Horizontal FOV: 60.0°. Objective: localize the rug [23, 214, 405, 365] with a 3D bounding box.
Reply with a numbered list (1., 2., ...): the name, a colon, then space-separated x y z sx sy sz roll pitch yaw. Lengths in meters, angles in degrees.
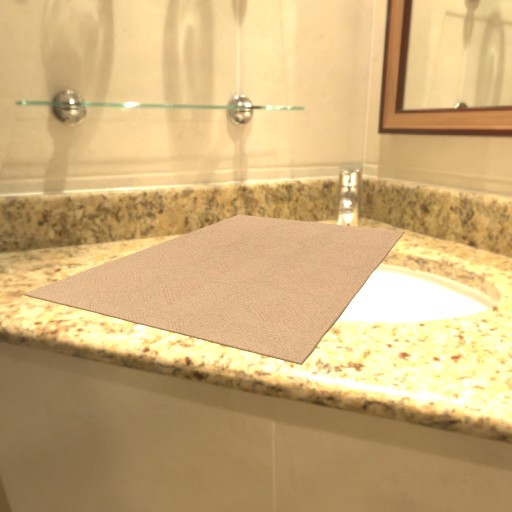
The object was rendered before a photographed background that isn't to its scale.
1. rug: 0.000 0.000 2.343 1.236 0.009 1.839 8 19 26
